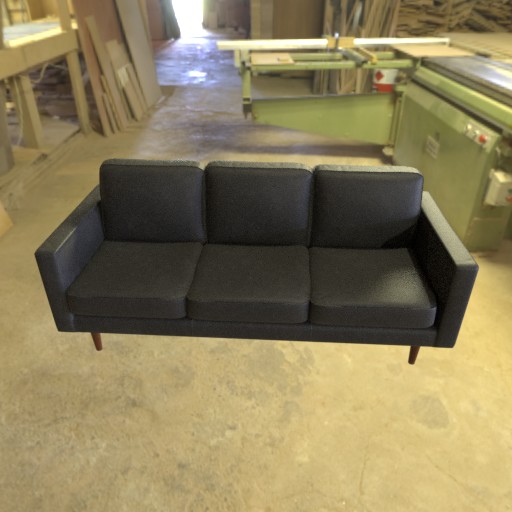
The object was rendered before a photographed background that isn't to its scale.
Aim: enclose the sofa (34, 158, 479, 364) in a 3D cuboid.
[{"bbox_3d":[0.000,0.000,2.457,2.029,0.899,0.879,2,32,3],"label":"sofa"}]
